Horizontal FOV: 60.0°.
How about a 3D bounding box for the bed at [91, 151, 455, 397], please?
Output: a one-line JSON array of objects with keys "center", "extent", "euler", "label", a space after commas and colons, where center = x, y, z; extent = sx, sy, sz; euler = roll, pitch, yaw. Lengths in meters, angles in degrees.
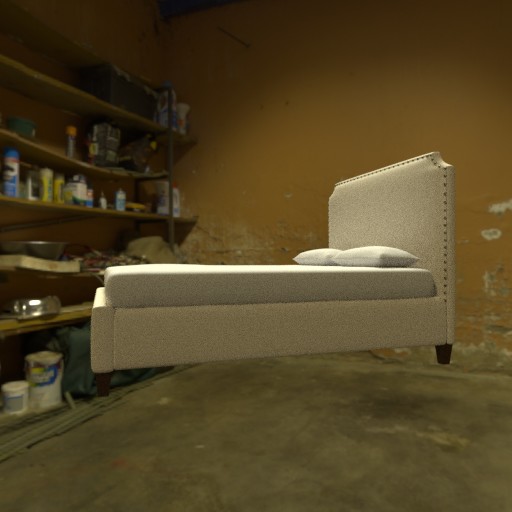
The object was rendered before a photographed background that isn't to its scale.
[{"center": [0.000, 0.000, 3.458], "extent": [2.372, 1.497, 1.712], "euler": [0, -1, -19], "label": "bed"}]
